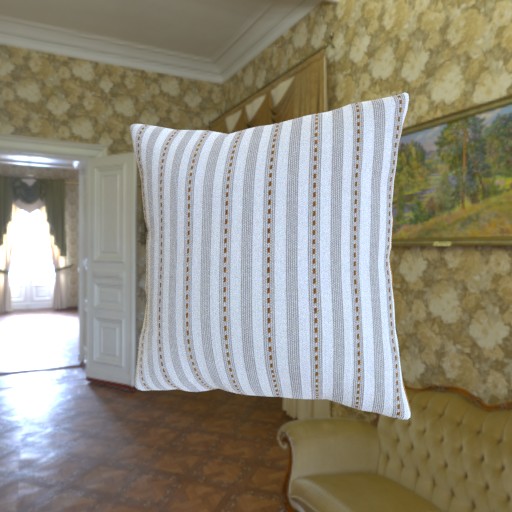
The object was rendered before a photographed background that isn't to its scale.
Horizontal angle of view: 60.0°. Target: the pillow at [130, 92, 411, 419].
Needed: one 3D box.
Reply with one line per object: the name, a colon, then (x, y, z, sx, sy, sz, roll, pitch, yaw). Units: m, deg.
pillow: (0.000, 0.000, 0.652, 0.432, 0.437, 0.147, 0, 0, 17)
